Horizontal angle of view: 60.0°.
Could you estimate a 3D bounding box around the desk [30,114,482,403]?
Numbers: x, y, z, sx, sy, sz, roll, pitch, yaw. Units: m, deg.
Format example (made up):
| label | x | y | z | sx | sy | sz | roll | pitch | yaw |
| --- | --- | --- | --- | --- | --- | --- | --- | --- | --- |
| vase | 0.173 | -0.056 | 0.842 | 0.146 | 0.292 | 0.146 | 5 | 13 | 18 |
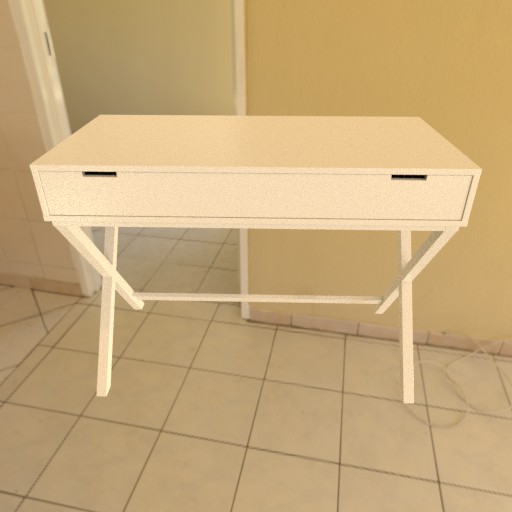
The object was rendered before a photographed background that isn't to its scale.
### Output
| label | x | y | z | sx | sy | sz | roll | pitch | yaw |
| --- | --- | --- | --- | --- | --- | --- | --- | --- | --- |
| desk | 0.000 | 0.000 | 1.449 | 1.059 | 0.780 | 0.509 | 1 | 31 | 2 |
